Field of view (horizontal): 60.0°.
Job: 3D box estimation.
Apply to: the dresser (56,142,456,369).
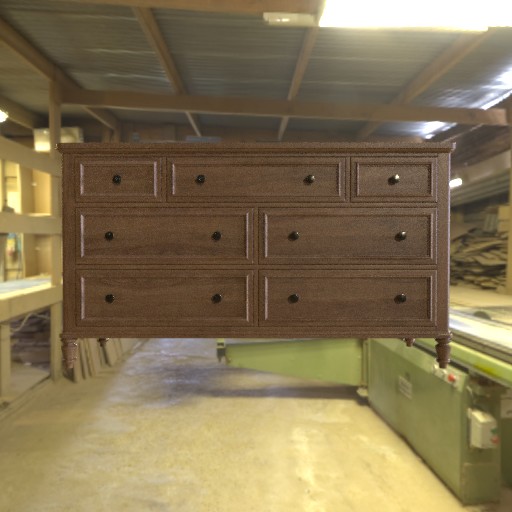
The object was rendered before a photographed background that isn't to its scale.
[{"bbox_3d":[0.000,0.000,1.966,1.583,0.892,0.468,0,1,0],"label":"dresser"}]
